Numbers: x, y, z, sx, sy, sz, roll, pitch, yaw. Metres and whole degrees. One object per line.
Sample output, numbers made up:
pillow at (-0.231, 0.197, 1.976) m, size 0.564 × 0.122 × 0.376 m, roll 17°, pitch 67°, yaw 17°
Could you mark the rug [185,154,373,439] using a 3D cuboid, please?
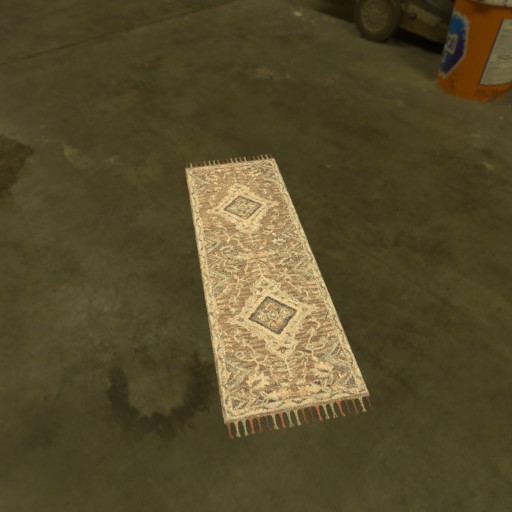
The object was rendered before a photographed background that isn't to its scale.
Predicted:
rug at (0.000, 0.000, 2.895) m, size 1.324 × 0.018 × 2.378 m, roll 3°, pitch 46°, yaw 3°
